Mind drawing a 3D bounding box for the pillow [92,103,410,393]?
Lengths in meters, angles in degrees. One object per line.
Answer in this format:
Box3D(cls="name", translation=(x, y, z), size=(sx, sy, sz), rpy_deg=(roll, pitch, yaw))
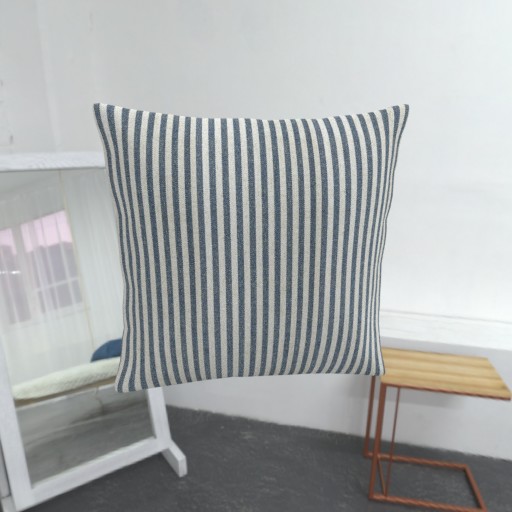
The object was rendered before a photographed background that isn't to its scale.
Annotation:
Box3D(cls="pillow", translation=(0.000, 0.000, 0.782), size=(0.523, 0.510, 0.166), rpy_deg=(-2, 17, -7))
